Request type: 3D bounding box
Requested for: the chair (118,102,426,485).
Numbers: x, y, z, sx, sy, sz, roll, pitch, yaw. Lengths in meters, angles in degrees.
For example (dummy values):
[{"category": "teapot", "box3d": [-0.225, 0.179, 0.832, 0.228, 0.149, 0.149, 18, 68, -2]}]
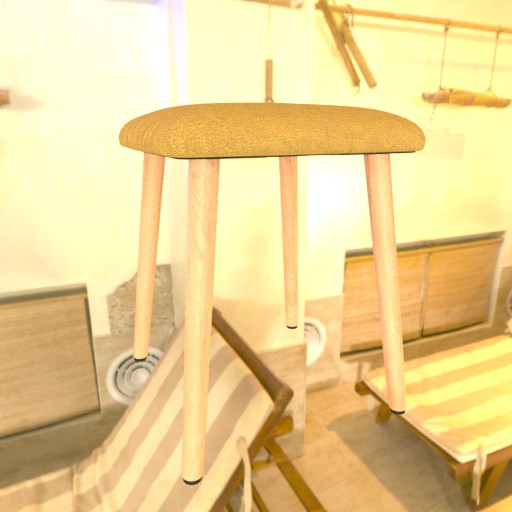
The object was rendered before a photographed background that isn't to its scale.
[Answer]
[{"category": "chair", "box3d": [0.000, 0.000, 0.679, 0.350, 0.440, 0.350, -7, 18, -24]}]
